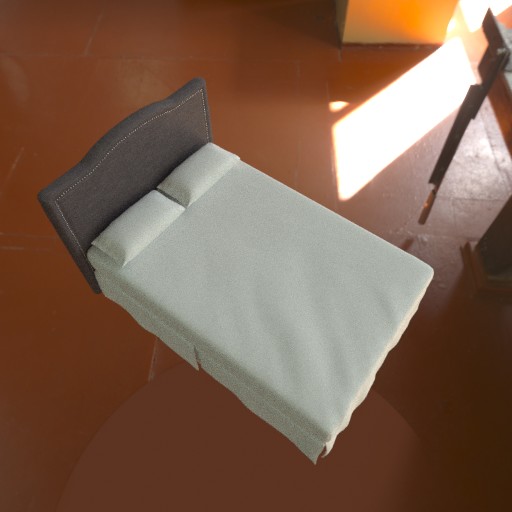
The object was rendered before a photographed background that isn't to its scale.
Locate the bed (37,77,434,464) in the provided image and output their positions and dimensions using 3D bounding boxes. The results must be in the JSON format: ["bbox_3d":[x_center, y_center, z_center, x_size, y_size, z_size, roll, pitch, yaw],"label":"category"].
[{"bbox_3d":[0.000,0.000,3.496,2.507,1.441,1.741,32,62,19],"label":"bed"}]
